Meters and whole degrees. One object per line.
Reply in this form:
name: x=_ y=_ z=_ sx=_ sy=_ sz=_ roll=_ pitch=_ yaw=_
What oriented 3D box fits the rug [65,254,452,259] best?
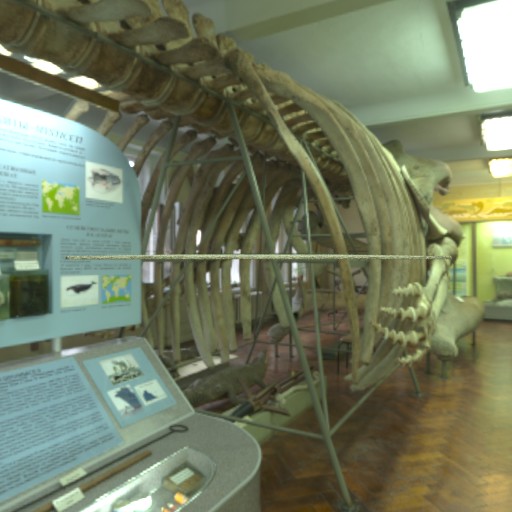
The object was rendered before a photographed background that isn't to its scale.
rug: x=0.000 y=0.000 z=4.642 sx=2.393 sy=0.019 sz=3.824 roll=0 pitch=0 yaw=-1
